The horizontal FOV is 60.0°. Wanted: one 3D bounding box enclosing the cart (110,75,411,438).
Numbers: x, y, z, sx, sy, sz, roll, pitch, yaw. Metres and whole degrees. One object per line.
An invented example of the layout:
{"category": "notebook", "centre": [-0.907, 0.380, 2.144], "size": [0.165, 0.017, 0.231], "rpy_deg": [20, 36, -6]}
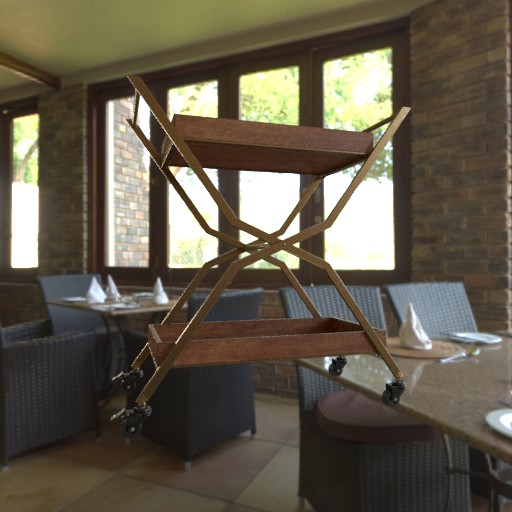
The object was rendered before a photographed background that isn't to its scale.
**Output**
{"category": "cart", "centre": [0.000, 0.000, 1.349], "size": [0.836, 0.869, 0.405], "rpy_deg": [0, -1, -17]}
